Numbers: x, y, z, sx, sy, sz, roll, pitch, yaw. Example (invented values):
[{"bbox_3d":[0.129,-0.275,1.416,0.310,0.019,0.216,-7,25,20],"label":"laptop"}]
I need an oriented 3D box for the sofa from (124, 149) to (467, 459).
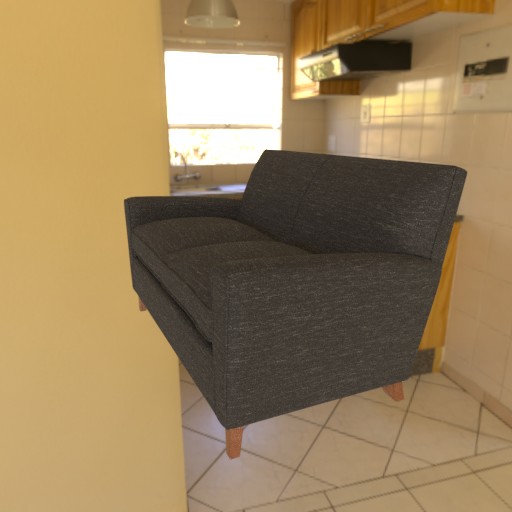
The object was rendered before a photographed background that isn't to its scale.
[{"bbox_3d":[0.000,0.000,1.943,0.875,0.846,1.420,-8,18,-25],"label":"sofa"}]
